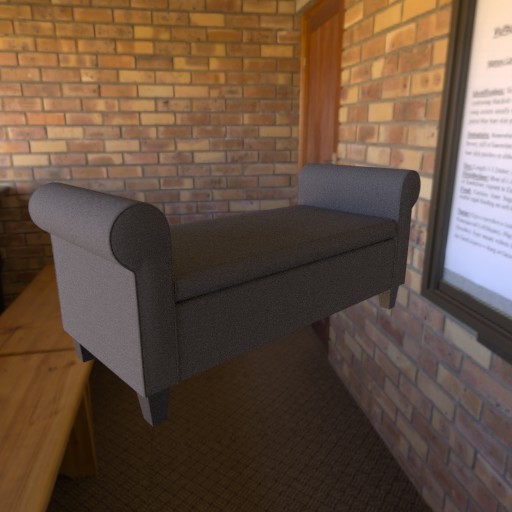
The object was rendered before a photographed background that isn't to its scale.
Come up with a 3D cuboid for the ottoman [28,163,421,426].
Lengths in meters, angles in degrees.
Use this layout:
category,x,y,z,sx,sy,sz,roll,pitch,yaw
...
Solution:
category,x,y,z,sx,sy,sz,roll,pitch,yaw
ottoman,0.000,0.000,1.517,1.256,0.547,0.521,-14,21,-41
